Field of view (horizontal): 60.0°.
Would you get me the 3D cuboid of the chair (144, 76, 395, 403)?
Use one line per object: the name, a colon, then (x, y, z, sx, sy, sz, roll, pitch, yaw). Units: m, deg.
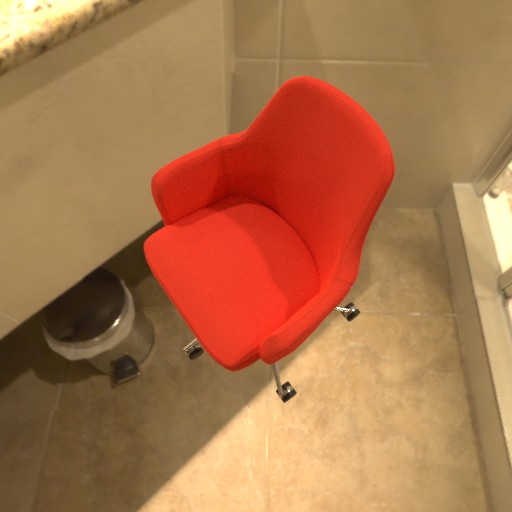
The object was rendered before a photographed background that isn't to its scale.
chair: (0.000, 0.000, 1.248, 0.600, 0.820, 0.655, -32, 67, -15)
